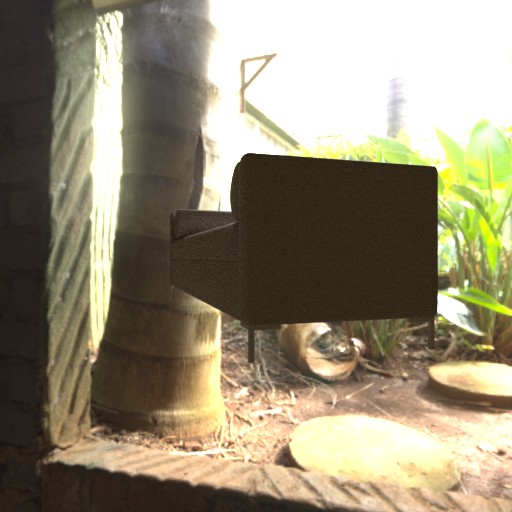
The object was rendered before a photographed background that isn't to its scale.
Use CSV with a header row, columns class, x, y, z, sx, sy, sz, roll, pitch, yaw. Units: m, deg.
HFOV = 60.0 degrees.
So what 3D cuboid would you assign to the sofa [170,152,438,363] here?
class,x,y,z,sx,sy,sz,roll,pitch,yaw
sofa,0.000,0.000,2.337,0.686,0.635,1.981,0,0,-17
